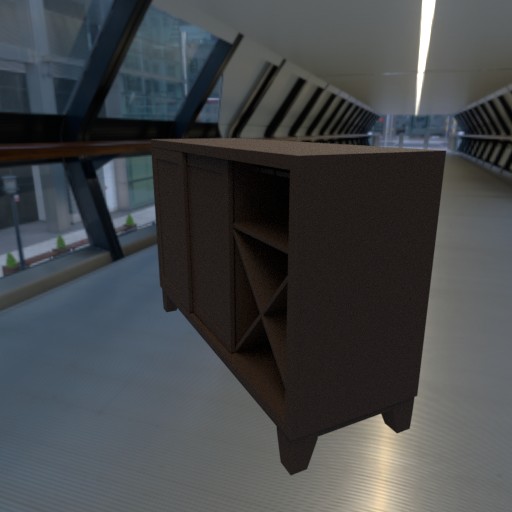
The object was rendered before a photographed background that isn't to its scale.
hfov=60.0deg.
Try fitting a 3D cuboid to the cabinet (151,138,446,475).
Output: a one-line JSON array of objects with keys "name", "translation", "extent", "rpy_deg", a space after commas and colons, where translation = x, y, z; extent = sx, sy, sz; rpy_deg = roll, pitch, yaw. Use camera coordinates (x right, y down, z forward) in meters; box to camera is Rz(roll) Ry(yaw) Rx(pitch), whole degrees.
[{"name": "cabinet", "translation": [0.000, 0.000, 1.854], "extent": [0.482, 0.914, 1.396], "rpy_deg": [-8, 18, -25]}]
